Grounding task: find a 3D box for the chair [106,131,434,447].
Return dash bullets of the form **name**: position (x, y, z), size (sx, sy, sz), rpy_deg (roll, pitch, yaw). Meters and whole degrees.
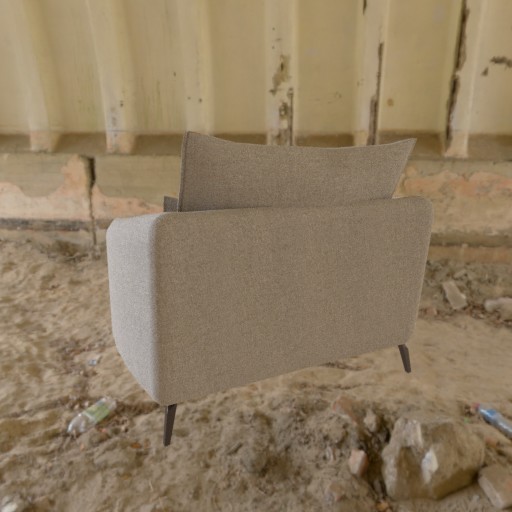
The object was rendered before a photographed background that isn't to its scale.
- **chair**: position (0.000, 0.000, 1.641), size (1.029, 0.856, 0.801), rpy_deg (-7, 15, -26)
